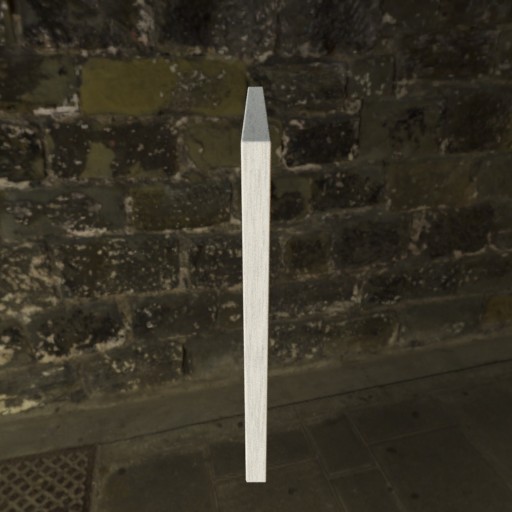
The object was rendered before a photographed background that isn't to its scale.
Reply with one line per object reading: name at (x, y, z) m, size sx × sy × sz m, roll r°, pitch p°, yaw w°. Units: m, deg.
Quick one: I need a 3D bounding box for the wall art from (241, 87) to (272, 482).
wall art at (0.000, 0.000, 1.976) m, size 0.078 × 1.288 × 1.287 m, roll 0°, pitch 27°, yaw 0°
